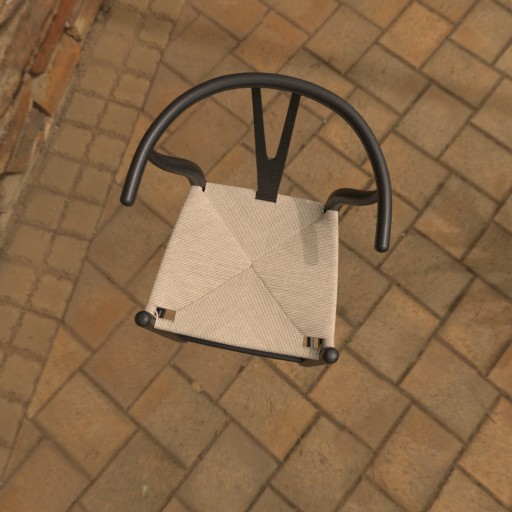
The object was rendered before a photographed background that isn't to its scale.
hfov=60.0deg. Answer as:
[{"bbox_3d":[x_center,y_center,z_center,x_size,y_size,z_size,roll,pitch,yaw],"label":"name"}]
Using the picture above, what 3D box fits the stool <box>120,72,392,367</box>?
[{"bbox_3d":[0.000,0.000,1.346,0.569,0.970,0.579,11,76,3],"label":"stool"}]
